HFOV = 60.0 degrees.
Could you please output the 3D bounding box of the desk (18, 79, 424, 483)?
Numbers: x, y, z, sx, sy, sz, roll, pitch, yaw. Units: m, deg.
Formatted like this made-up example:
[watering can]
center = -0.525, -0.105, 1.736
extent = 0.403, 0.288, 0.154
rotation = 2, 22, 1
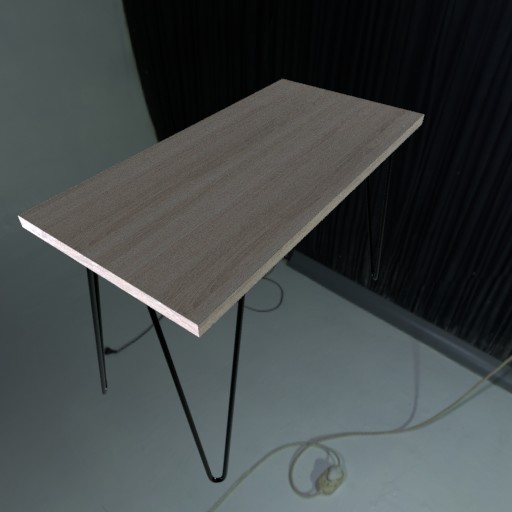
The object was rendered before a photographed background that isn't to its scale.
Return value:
[desk]
center = 0.000, 0.000, 1.326
extent = 0.499, 0.660, 0.991
rotation = 26, 47, 26
